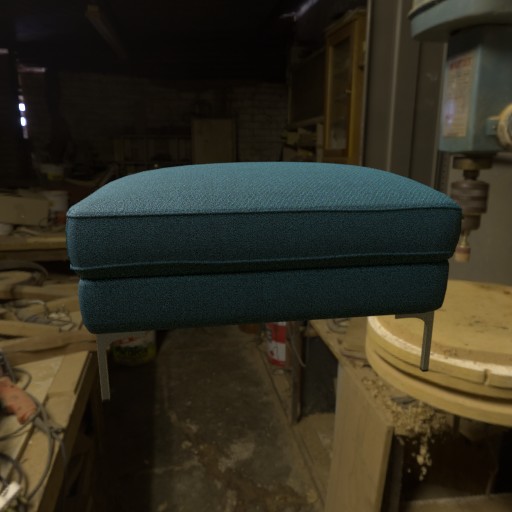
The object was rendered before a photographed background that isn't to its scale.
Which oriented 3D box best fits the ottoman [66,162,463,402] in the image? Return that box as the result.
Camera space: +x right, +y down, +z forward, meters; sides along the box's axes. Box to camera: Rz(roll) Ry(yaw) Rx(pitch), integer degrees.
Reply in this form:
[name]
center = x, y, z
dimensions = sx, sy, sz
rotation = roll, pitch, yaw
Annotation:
[ottoman]
center = 0.000, 0.000, 1.207
dimensions = 0.856, 0.498, 0.563
rotation = -2, 15, -10
